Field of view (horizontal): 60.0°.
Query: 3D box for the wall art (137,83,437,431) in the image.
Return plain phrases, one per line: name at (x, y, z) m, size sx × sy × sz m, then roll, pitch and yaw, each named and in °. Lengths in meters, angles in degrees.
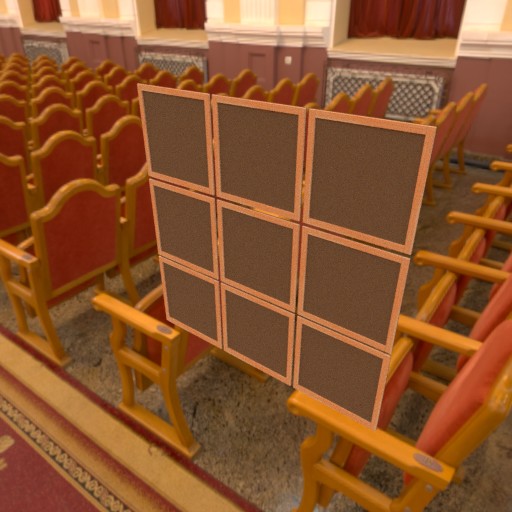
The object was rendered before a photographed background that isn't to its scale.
wall art at (0.000, 0.000, 2.267) m, size 1.520 × 1.525 × 0.013 m, roll 20°, pitch 36°, yaw 31°
